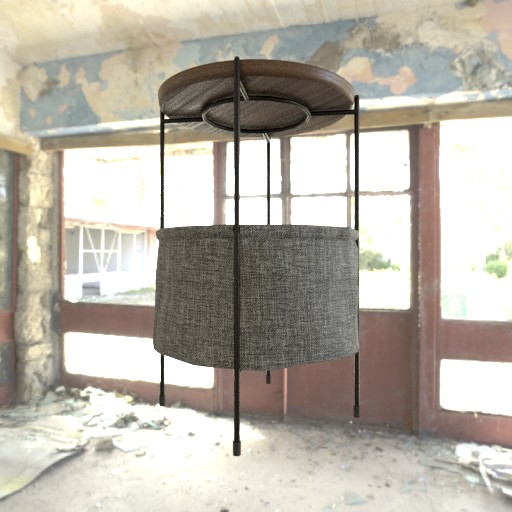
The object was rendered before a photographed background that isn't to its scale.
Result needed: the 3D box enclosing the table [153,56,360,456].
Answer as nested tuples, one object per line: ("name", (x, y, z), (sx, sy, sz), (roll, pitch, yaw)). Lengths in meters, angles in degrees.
("table", (0.000, 0.000, 0.890), (0.400, 0.623, 0.400), (0, 0, -36))
